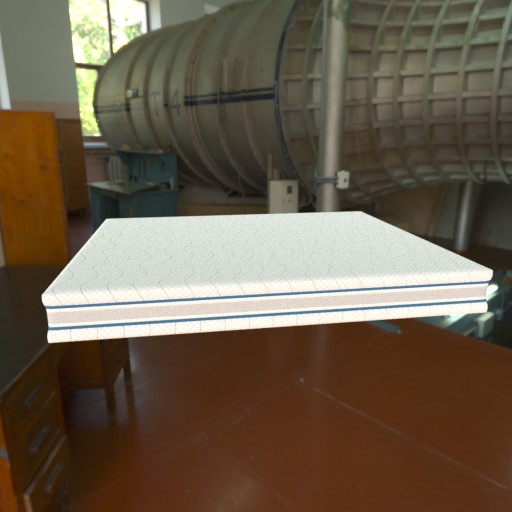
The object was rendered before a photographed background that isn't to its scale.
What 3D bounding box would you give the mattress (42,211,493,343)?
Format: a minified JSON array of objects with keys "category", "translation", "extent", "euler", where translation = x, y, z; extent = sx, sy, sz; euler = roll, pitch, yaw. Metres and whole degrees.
[{"category":"mattress","translation":[0.000,0.000,2.709],"extent":[2.000,0.230,1.600],"euler":[-3,16,-9]}]
